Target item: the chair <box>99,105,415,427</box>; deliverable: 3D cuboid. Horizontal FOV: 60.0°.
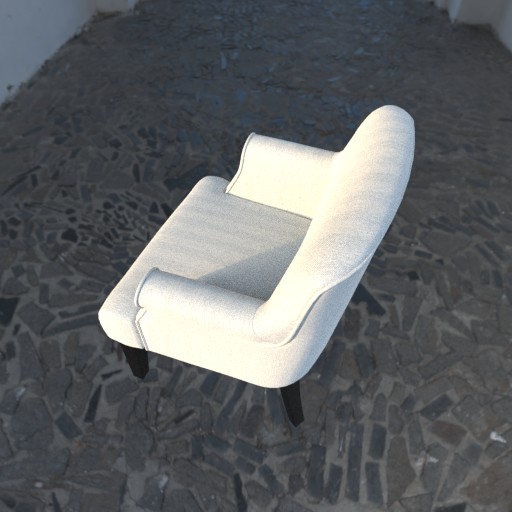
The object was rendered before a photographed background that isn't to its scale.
[{"bbox_3d":[0.000,0.000,1.407,0.750,0.875,0.781,17,50,15],"label":"chair"}]
